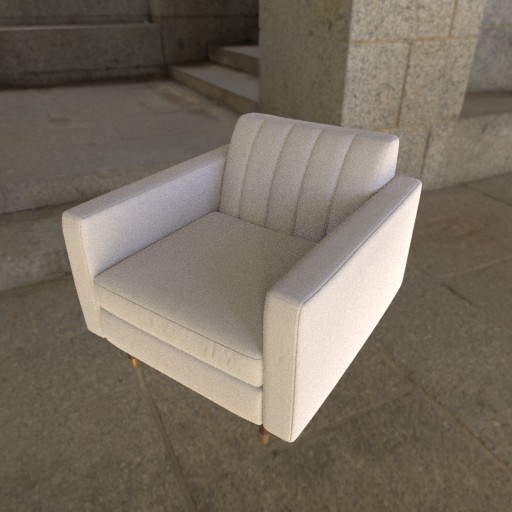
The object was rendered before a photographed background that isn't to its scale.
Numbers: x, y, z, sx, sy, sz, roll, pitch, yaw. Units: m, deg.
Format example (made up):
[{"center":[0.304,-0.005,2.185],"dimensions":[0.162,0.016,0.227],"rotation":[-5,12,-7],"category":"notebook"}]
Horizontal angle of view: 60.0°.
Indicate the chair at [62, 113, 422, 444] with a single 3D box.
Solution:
[{"center":[0.000,0.000,1.688],"dimensions":[0.953,0.819,0.998],"rotation":[19,36,29],"category":"chair"}]
